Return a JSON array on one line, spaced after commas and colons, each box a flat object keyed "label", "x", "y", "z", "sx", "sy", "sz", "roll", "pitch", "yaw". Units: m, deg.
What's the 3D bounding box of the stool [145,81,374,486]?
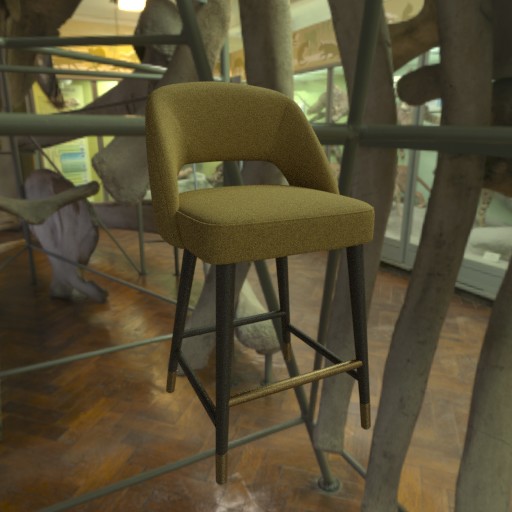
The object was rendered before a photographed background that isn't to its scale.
[{"label": "stool", "x": 0.000, "y": 0.000, "z": 1.228, "sx": 0.536, "sy": 0.939, "sz": 0.522, "roll": -8, "pitch": 18, "yaw": -26}]
